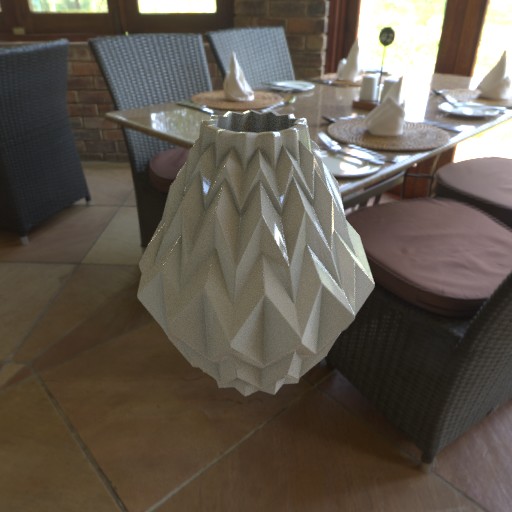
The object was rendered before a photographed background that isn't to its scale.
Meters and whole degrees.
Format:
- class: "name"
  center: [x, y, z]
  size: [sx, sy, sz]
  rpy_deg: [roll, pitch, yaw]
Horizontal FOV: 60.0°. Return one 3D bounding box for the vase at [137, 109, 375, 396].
- class: "vase"
  center: [0.000, 0.000, 0.308]
  size: [0.164, 0.185, 0.164]
  rpy_deg: [0, 30, 0]
